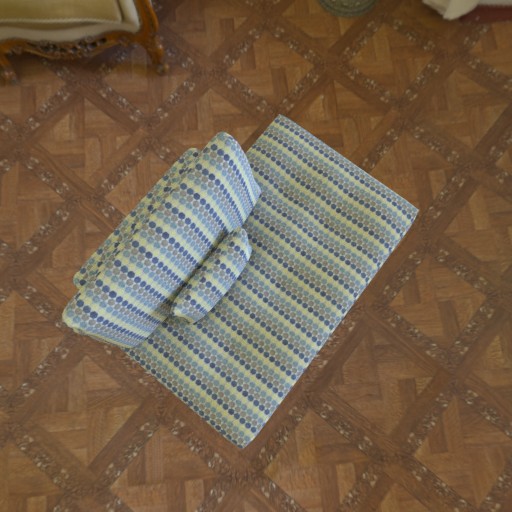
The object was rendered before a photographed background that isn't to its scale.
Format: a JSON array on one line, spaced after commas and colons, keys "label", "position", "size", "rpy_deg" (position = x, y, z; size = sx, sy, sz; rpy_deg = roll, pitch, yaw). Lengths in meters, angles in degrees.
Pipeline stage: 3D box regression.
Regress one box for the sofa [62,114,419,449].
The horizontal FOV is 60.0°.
[{"label": "sofa", "position": [0.000, 0.000, 2.054], "size": [1.000, 0.820, 1.450], "rpy_deg": [37, 79, 8]}]
